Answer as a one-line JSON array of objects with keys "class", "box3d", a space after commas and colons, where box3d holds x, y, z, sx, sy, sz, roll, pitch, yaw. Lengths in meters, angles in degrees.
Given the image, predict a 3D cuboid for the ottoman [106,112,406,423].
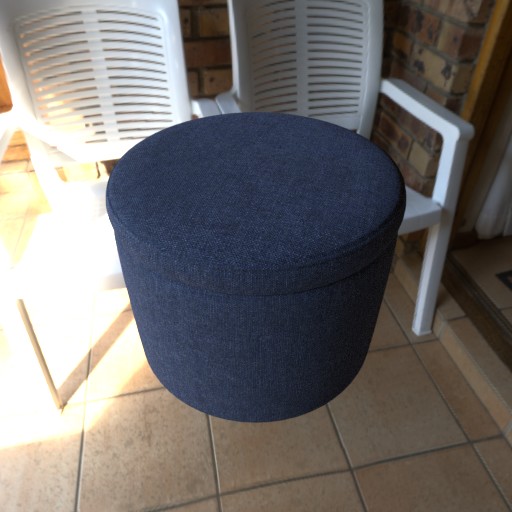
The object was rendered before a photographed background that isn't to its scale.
[{"class": "ottoman", "box3d": [0.000, 0.000, 0.901, 0.520, 0.430, 0.520, 0, 40, 0]}]
